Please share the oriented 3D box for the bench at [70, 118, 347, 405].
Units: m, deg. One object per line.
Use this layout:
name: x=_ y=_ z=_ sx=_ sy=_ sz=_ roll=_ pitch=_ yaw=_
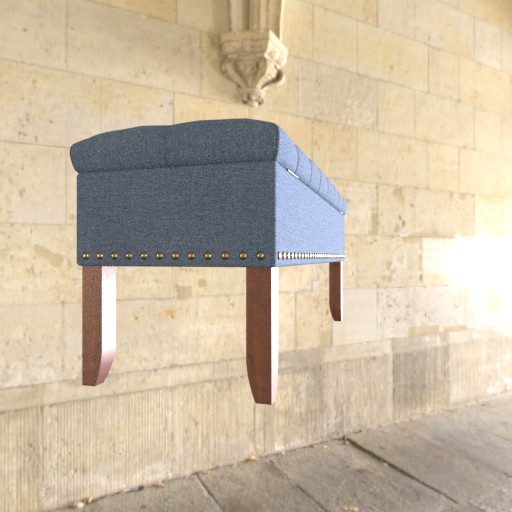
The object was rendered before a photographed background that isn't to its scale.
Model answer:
bench: x=0.000 y=0.000 z=1.269 sx=0.417 sy=0.492 sz=1.052 roll=0 pitch=0 yaw=18
